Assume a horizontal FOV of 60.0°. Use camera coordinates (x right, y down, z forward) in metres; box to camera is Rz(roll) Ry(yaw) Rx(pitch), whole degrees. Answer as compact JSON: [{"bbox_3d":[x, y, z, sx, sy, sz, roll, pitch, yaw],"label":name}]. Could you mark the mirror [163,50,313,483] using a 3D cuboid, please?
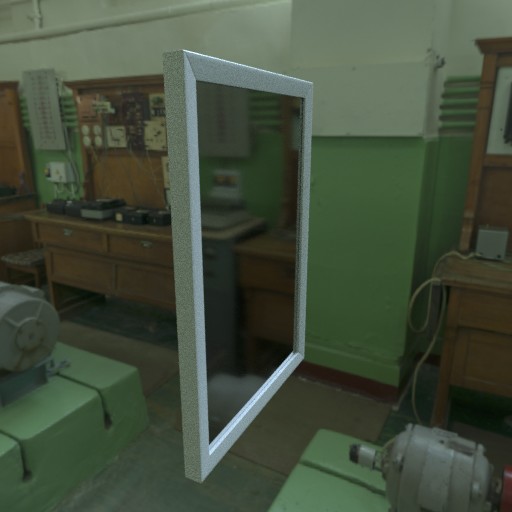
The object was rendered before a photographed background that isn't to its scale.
[{"bbox_3d":[0.000,0.000,0.918,0.040,0.710,0.507,8,18,26],"label":"mirror"}]
